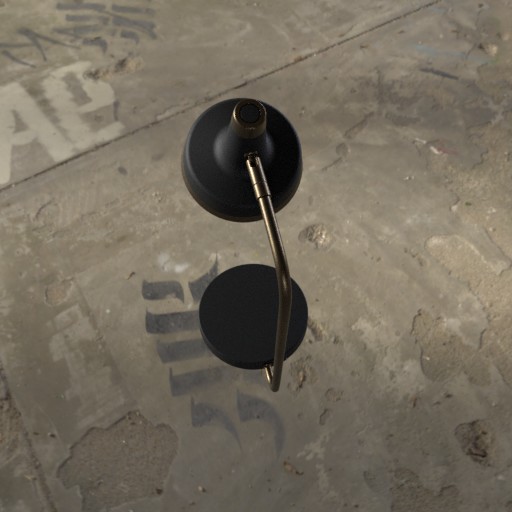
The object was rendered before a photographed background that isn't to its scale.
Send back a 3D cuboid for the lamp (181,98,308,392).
[{"bbox_3d":[0.000,0.000,0.491,0.162,0.385,0.218,-12,58,-8],"label":"lamp"}]
